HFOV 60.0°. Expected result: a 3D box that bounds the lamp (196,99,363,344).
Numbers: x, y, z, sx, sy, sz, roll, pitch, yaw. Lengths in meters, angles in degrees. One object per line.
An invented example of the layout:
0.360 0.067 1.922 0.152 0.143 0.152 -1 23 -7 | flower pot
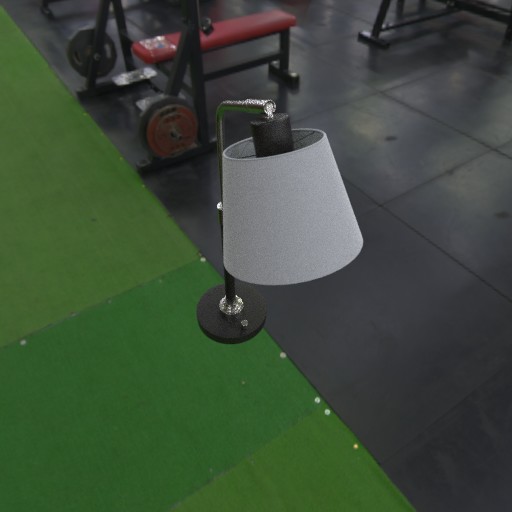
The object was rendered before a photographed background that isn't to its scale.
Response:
0.000 0.000 0.698 0.181 0.539 0.348 -23 50 -21 | lamp
